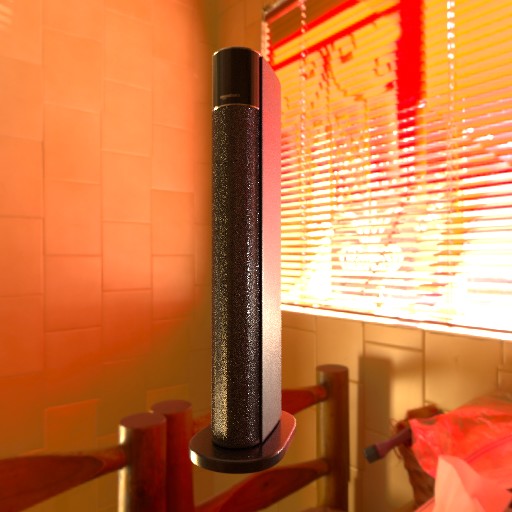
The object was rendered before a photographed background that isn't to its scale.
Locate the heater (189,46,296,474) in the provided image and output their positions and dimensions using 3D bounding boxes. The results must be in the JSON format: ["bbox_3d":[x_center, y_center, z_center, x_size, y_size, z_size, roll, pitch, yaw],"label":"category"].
[{"bbox_3d":[0.000,0.000,1.079,0.214,0.856,0.458,0,-1,21],"label":"heater"}]
